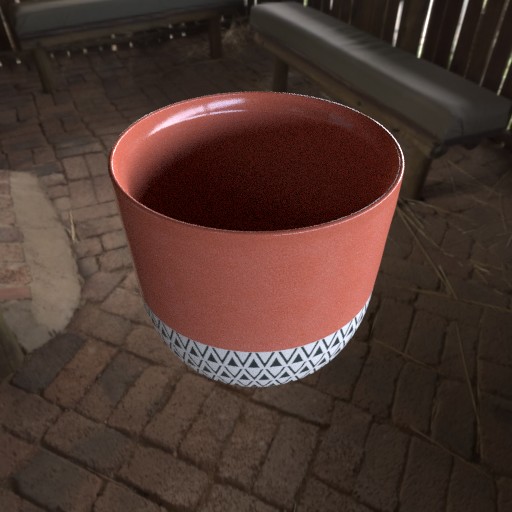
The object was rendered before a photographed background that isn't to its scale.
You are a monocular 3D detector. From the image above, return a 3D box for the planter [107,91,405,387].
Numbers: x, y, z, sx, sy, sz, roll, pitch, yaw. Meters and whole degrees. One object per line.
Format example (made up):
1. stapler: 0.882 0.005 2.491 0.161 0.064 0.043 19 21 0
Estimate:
1. planter: 0.000 0.000 0.496 0.266 0.270 0.266 0 41 0
